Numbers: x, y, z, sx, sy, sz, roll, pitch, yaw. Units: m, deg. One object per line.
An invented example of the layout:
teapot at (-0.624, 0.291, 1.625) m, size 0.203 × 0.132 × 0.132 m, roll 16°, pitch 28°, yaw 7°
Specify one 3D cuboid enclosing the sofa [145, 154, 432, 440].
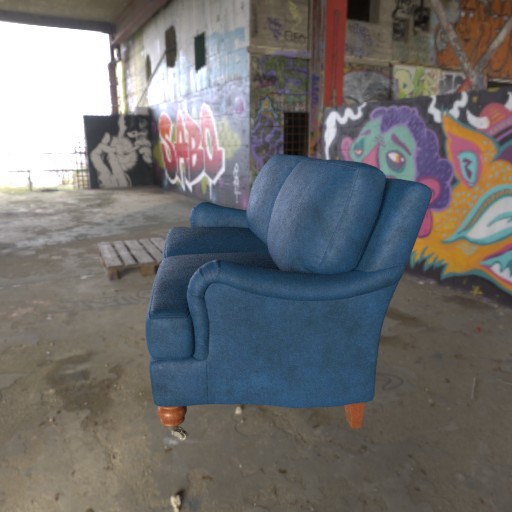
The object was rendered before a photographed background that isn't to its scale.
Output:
sofa at (0.000, 0.000, 2.517) m, size 1.084 × 1.101 × 1.853 m, roll -2°, pitch 14°, yaw -8°
